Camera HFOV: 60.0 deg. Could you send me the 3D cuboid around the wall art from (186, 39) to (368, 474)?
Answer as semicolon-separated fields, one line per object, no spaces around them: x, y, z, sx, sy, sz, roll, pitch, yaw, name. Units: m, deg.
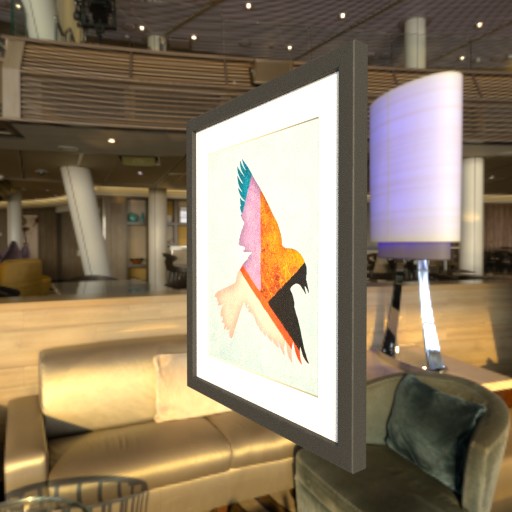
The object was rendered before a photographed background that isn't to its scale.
0.000;0.000;0.759;0.028;0.558;0.457;-1;1;-36;wall art
